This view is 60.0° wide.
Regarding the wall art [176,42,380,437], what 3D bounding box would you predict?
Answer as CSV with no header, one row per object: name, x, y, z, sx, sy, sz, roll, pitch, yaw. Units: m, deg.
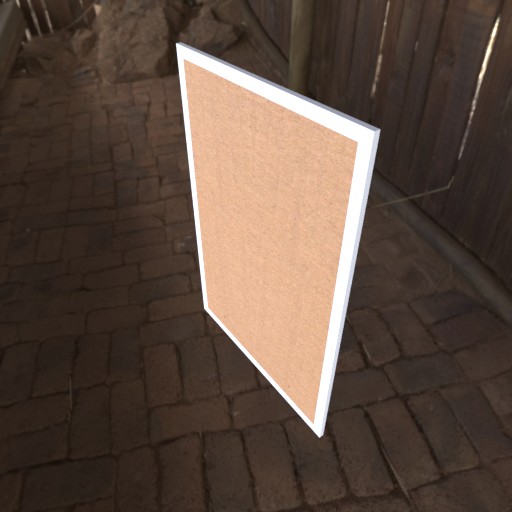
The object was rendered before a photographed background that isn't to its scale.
wall art,0.000,0.000,1.228,0.015,0.965,0.660,-25,46,-27
